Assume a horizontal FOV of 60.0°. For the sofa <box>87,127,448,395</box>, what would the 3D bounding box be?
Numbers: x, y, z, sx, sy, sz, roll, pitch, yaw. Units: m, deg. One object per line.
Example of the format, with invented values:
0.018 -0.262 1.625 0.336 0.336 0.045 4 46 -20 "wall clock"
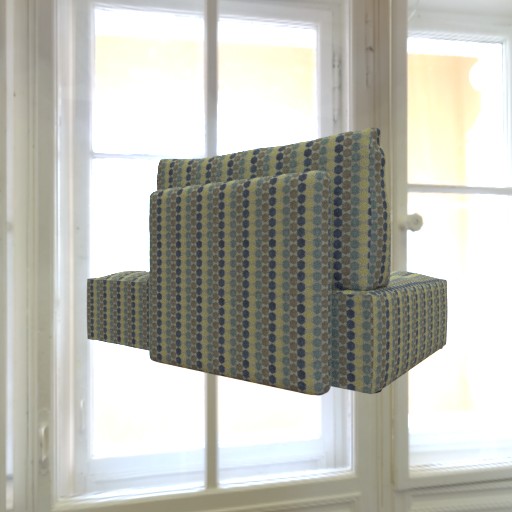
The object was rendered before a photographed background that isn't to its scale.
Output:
0.000 0.000 2.016 1.450 0.820 1.000 0 0 36 "sofa"
